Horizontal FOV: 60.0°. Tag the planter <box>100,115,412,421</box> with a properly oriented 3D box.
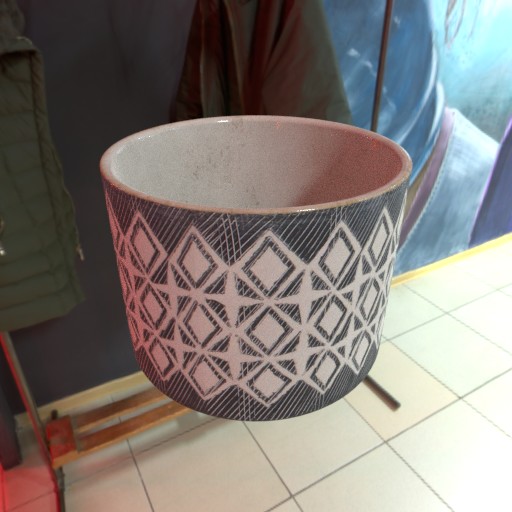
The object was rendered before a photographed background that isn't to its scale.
[{"bbox_3d":[0.000,0.000,0.213,0.126,0.104,0.126,0,30,0],"label":"planter"}]
